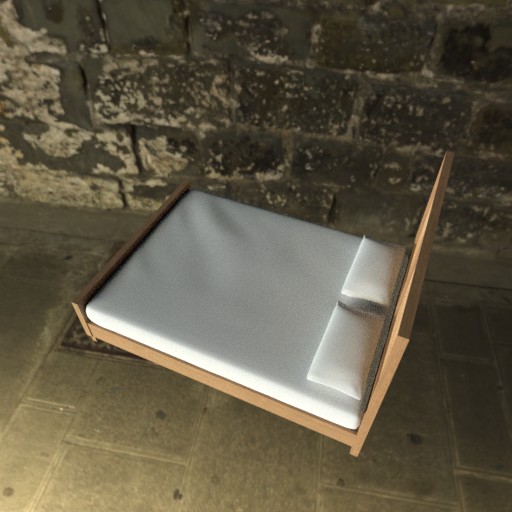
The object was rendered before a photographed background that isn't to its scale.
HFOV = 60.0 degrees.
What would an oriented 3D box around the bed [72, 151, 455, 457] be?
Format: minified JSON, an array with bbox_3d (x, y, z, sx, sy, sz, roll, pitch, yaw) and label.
[{"bbox_3d":[0.000,0.000,3.252,2.184,1.387,1.606,18,49,16],"label":"bed"}]
